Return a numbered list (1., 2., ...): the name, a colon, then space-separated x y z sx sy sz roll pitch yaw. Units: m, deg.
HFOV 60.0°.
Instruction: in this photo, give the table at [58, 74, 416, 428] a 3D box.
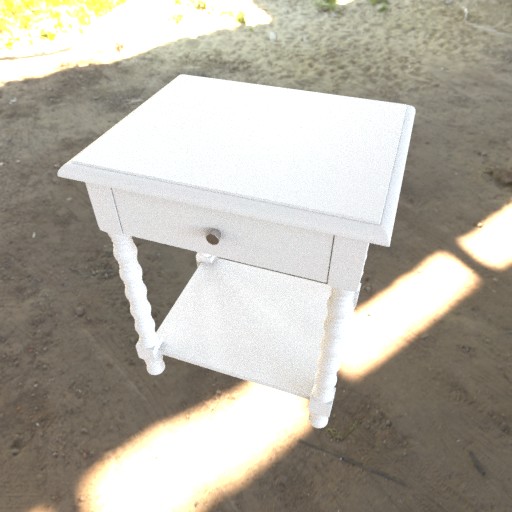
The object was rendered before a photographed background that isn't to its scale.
1. table: 0.000 0.000 0.868 0.460 0.531 0.381 13 44 14
